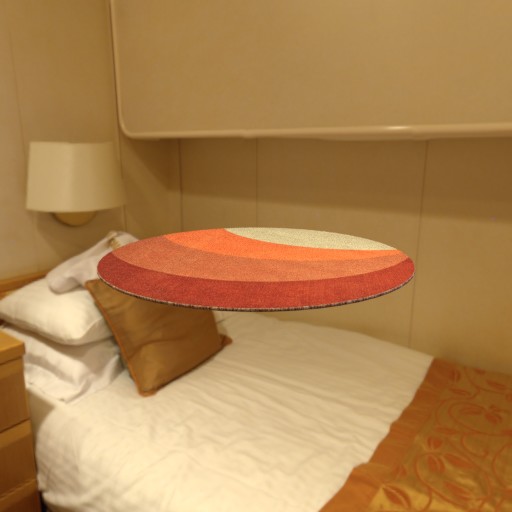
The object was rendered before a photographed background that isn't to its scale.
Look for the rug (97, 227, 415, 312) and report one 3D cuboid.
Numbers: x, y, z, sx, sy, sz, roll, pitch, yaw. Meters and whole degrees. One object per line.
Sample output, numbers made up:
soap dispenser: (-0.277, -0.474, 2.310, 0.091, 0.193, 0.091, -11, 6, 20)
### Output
rug: (0.000, 0.000, 2.228, 1.514, 0.015, 1.514, 0, 14, 0)
